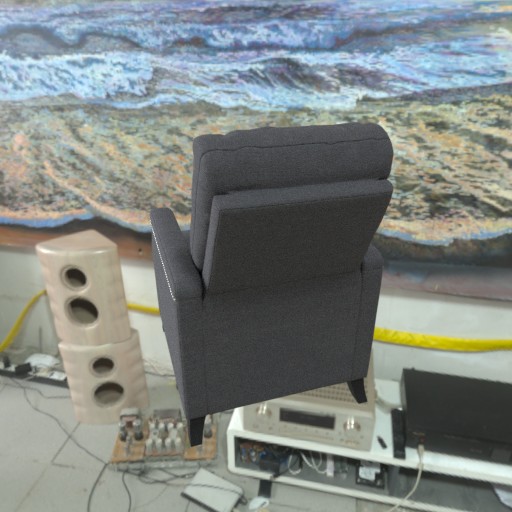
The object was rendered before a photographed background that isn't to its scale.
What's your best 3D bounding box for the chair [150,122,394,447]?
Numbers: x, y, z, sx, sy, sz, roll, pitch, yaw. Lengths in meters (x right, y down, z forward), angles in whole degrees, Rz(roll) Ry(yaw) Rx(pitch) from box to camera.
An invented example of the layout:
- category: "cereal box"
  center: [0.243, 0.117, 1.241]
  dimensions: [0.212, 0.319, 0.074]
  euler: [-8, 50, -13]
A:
- category: "chair"
  center: [0.000, 0.000, 1.673]
  dimensions: [0.710, 1.049, 0.922]
  euler: [-8, 27, -16]
